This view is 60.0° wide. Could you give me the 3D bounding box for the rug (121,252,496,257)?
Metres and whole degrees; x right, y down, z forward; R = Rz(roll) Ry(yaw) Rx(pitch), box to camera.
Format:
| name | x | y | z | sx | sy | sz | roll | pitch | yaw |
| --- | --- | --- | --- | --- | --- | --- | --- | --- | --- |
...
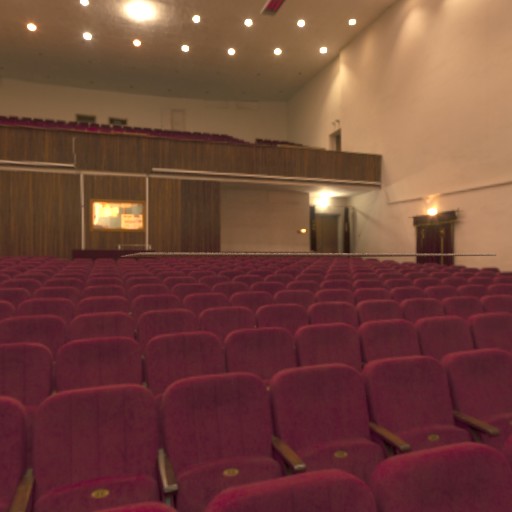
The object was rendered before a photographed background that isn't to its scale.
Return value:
| name | x | y | z | sx | sy | sz | roll | pitch | yaw |
| --- | --- | --- | --- | --- | --- | --- | --- | --- | --- |
| rug | 0.000 | 0.000 | 2.849 | 1.593 | 0.008 | 2.238 | 0 | 0 | -19 |
